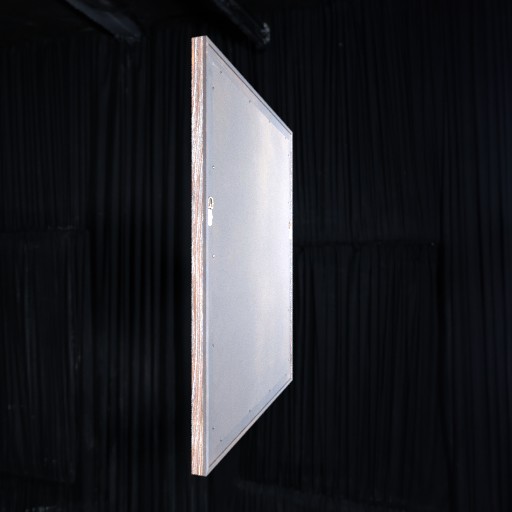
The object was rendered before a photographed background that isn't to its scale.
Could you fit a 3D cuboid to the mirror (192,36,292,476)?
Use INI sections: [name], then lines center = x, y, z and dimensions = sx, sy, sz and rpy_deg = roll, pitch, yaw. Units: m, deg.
[mirror]
center = 0.000, 0.000, 1.239
dimensions = 0.032, 0.882, 0.730
rpy_deg = 0, 0, 18
